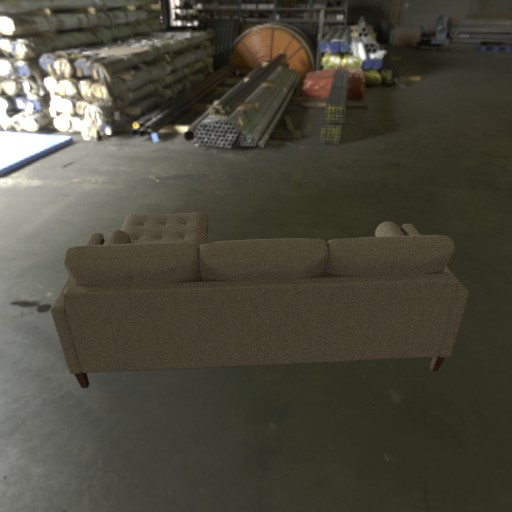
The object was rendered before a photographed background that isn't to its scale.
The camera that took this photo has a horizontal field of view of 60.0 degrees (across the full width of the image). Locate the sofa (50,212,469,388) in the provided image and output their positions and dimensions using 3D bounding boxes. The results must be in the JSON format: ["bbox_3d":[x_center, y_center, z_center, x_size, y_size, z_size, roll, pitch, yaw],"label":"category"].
[{"bbox_3d":[0.000,0.000,3.001,2.178,0.875,1.506,-2,30,-3],"label":"sofa"}]
